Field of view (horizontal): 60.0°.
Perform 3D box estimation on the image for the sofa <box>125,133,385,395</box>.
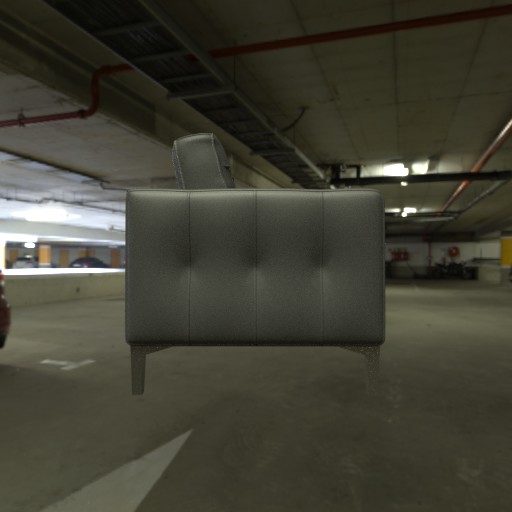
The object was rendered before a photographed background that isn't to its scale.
[{"bbox_3d":[0.000,0.000,2.212,0.833,0.892,1.726,0,-1,0],"label":"sofa"}]
